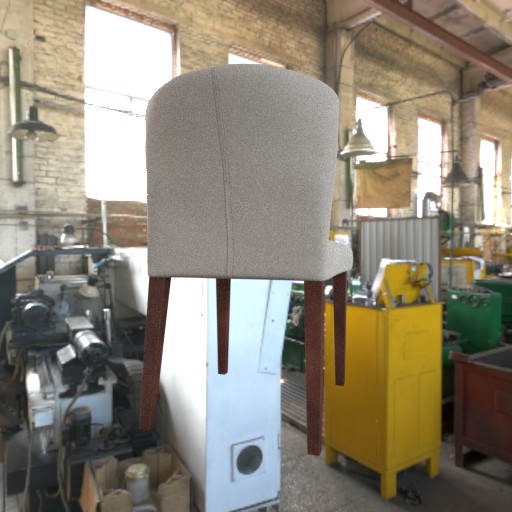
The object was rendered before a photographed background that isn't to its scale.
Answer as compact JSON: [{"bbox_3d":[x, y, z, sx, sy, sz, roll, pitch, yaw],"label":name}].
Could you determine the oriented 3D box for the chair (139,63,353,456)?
[{"bbox_3d":[0.000,0.000,1.236,0.491,0.839,0.592,0,2,18],"label":"chair"}]
